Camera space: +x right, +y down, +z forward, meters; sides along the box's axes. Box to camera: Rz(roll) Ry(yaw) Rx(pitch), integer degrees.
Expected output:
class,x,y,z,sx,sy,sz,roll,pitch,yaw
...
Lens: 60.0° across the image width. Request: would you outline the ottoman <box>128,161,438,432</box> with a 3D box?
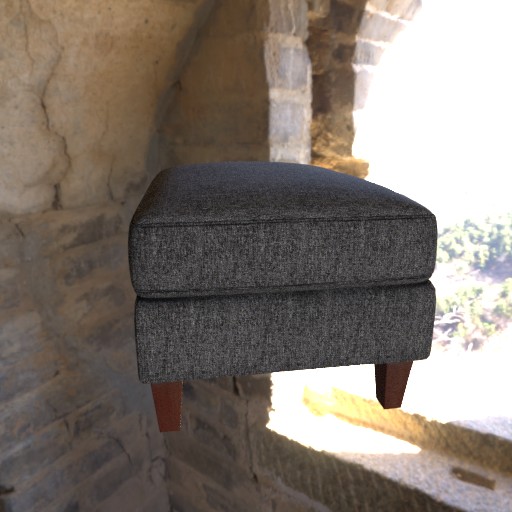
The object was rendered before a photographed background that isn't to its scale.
class,x,y,z,sx,sy,sz,roll,pitch,yaw
ottoman,0.000,0.000,1.210,0.584,0.483,0.864,-3,16,-9
